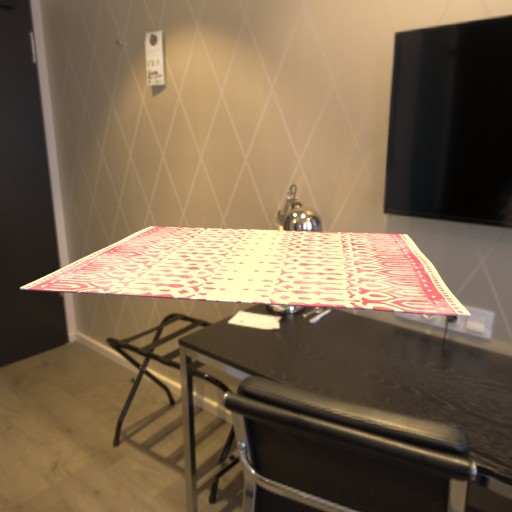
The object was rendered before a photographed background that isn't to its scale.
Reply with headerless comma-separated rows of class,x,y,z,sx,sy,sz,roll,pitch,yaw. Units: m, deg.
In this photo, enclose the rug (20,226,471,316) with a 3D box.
rug,0.000,0.000,4.101,3.095,0.016,2.441,2,15,9
